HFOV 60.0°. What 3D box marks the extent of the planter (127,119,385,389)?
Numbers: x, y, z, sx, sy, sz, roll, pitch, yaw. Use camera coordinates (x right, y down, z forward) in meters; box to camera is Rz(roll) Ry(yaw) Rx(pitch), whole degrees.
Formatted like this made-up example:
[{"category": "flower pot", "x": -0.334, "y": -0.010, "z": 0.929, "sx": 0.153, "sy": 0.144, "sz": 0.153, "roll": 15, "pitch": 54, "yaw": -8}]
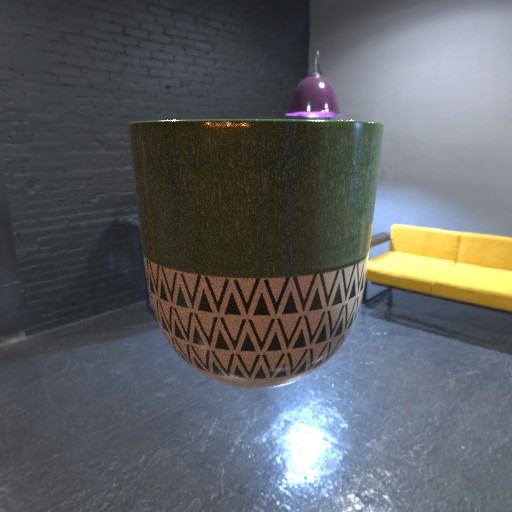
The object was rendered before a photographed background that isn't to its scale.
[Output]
[{"category": "planter", "x": 0.000, "y": 0.000, "z": 0.375, "sx": 0.195, "sy": 0.214, "sz": 0.195, "roll": 0, "pitch": 15, "yaw": 0}]
